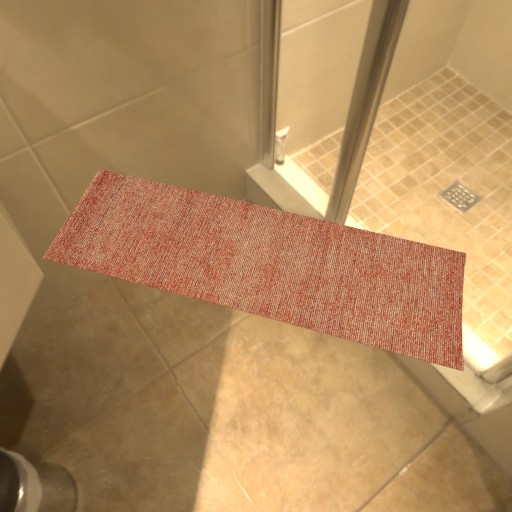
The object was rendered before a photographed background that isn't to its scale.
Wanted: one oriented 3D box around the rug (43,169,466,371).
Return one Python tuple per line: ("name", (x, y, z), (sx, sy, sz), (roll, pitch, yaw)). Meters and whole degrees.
("rug", (0.000, 0.000, 2.552), (2.353, 0.013, 0.718), (14, 59, 8))
